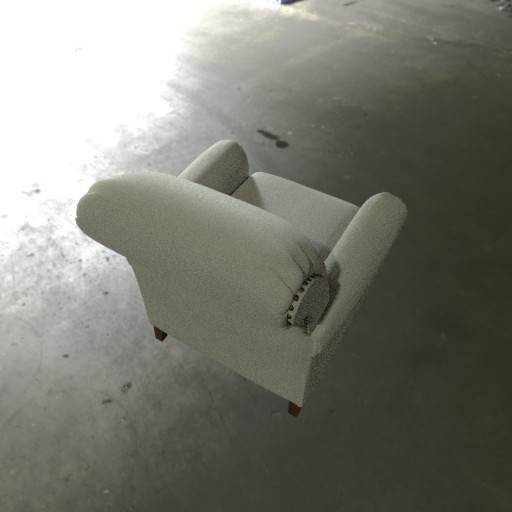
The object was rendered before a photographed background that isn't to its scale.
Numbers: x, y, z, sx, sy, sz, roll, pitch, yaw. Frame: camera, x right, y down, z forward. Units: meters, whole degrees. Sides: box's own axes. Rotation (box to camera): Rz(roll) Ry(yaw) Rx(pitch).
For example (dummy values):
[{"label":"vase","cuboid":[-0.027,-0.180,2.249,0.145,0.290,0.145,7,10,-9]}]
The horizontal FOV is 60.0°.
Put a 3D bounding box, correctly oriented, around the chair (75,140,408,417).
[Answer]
[{"label":"chair","cuboid":[0.000,0.000,1.627,0.854,0.927,0.890,24,51,20]}]
